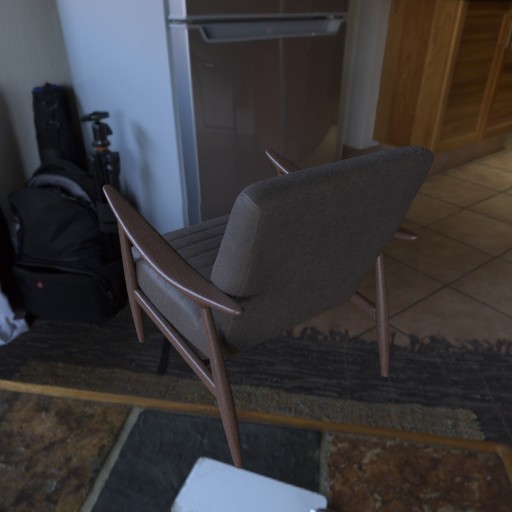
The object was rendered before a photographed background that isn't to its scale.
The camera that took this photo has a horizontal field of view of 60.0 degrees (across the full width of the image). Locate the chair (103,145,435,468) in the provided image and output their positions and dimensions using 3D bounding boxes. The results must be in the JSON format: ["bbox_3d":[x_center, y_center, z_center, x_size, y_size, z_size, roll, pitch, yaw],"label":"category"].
[{"bbox_3d":[0.000,0.000,1.446,0.741,0.831,0.798,-20,36,-29],"label":"chair"}]
